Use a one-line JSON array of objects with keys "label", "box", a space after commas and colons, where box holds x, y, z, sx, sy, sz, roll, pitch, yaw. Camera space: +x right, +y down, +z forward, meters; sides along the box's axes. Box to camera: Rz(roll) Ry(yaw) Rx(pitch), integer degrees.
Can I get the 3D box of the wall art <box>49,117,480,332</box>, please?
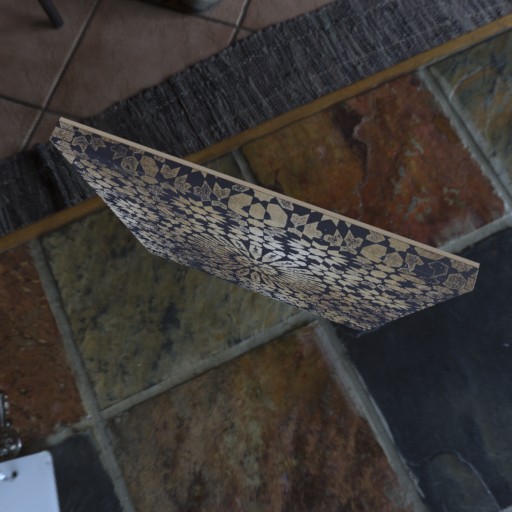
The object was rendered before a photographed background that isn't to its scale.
[{"label": "wall art", "box": [0.000, 0.000, 0.896, 0.612, 0.612, 0.038, 20, 76, 5]}]
